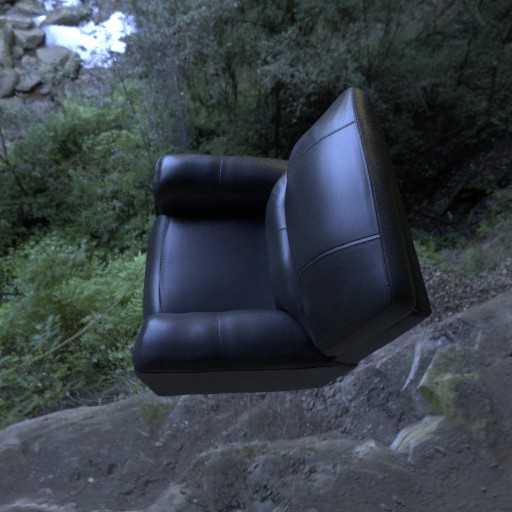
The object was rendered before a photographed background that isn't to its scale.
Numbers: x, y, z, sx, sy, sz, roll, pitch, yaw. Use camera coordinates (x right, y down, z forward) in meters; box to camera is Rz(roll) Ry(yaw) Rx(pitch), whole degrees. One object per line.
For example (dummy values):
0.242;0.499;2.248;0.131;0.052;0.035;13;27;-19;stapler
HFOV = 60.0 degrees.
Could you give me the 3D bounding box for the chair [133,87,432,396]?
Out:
0.000;0.000;1.983;1.087;1.109;1.096;-2;58;-1;chair
